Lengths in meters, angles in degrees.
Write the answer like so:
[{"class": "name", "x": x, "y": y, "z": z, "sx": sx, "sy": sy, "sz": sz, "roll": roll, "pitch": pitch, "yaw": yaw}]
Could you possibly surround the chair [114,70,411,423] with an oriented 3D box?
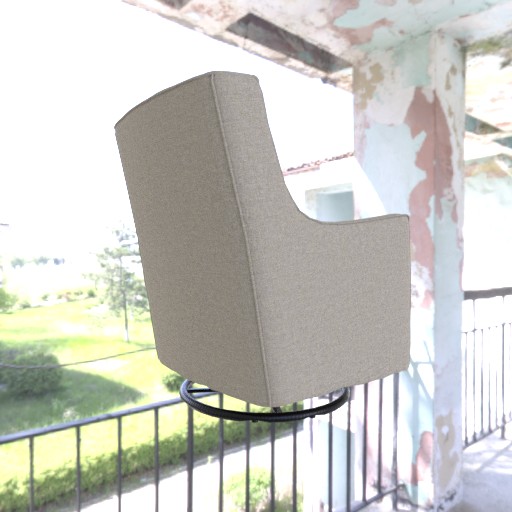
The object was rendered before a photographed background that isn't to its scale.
[{"class": "chair", "x": 0.000, "y": 0.000, "z": 1.590, "sx": 0.879, "sy": 0.993, "sz": 0.732, "roll": -1, "pitch": 1, "yaw": -38}]
